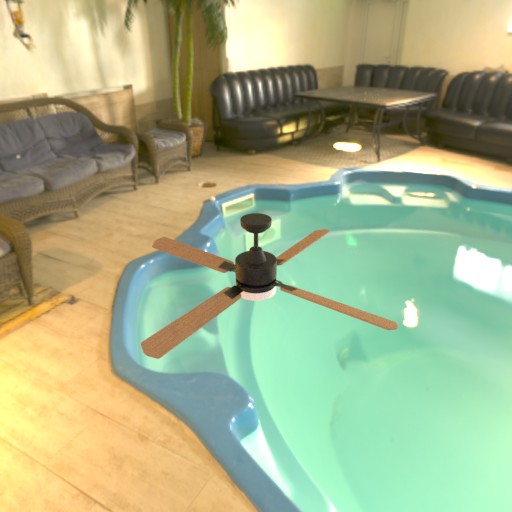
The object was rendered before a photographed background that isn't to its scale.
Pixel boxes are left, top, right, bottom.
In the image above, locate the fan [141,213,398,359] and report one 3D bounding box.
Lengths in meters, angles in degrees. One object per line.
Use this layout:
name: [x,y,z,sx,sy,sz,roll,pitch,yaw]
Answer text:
fan: [0.000,0.000,1.971,1.320,0.355,1.320,18,32,31]
